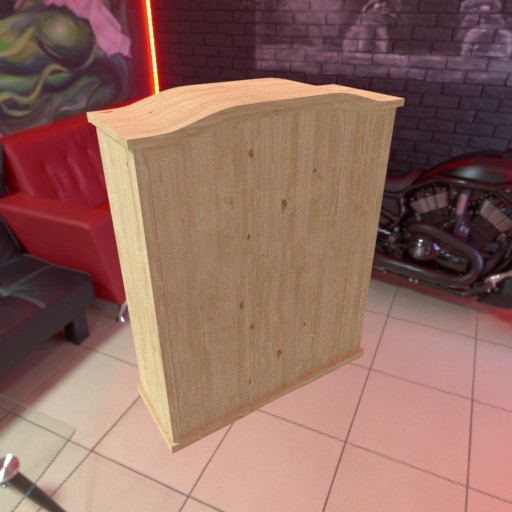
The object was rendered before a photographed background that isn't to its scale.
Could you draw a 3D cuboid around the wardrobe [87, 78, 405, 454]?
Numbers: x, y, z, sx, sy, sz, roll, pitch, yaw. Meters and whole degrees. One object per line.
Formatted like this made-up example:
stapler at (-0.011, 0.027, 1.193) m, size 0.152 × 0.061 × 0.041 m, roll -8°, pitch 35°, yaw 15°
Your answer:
wardrobe at (0.000, 0.000, 2.622) m, size 1.500 × 1.870 × 0.570 m, roll -18°, pitch 34°, yaw -28°
